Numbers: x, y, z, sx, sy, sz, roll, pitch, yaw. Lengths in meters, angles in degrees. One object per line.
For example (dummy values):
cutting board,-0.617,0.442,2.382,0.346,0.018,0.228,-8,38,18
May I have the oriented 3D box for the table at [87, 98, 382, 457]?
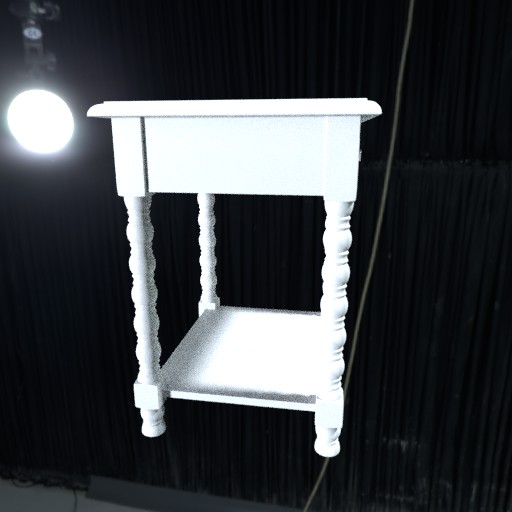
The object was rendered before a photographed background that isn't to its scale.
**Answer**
table,0.000,0.000,0.844,0.381,0.531,0.460,2,15,9
